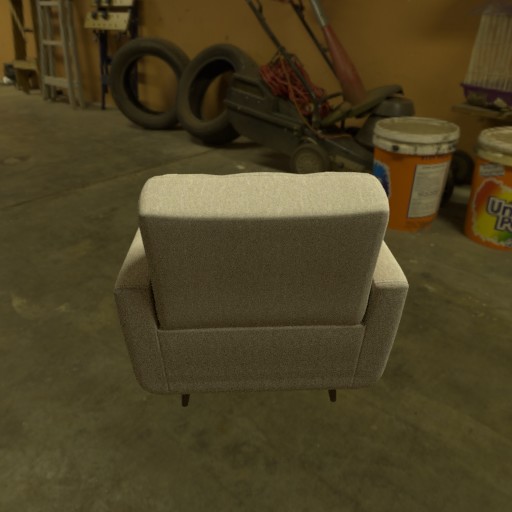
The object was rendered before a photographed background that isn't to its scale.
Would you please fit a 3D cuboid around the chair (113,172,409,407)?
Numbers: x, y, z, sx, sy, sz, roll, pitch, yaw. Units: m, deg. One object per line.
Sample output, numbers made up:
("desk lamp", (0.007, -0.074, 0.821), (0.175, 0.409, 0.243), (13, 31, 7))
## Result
("chair", (0.000, 0.000, 1.802), (0.897, 0.965, 1.128), (-1, 29, -2))
